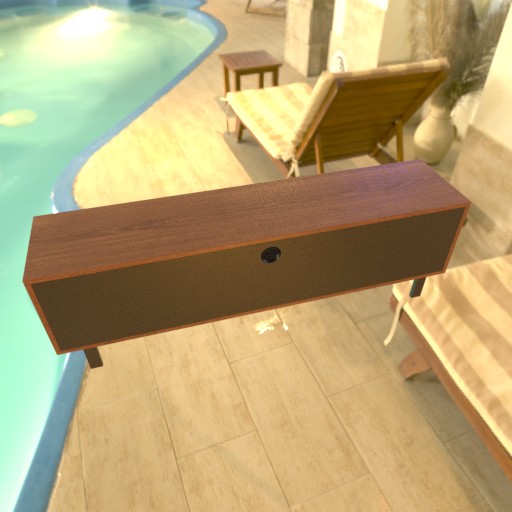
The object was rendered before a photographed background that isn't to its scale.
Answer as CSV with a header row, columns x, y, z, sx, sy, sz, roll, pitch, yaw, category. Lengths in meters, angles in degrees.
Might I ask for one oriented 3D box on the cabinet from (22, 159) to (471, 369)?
x,y,z,sx,sy,sz,roll,pitch,yaw,category
0.000,0.000,1.881,1.650,0.500,0.400,-10,41,-12,cabinet
